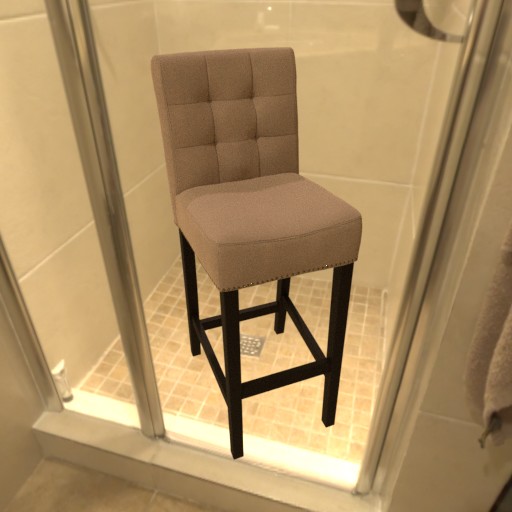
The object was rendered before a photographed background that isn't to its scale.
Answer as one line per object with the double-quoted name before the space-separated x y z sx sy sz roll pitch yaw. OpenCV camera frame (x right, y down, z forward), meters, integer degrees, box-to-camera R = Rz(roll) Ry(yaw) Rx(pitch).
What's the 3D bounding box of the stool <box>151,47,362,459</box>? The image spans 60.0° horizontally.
"stool" 0.000 0.000 1.304 0.411 1.047 0.548 -12 35 -17
